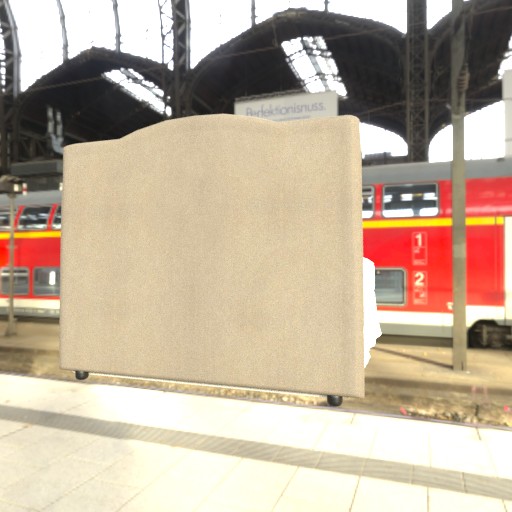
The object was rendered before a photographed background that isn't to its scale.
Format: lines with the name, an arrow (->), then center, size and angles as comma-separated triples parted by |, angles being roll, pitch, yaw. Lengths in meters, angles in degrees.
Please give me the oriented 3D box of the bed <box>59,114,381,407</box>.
bed -> 0.000, 0.000, 3.288 | 1.744, 1.441, 2.128 | 0, -1, 19
